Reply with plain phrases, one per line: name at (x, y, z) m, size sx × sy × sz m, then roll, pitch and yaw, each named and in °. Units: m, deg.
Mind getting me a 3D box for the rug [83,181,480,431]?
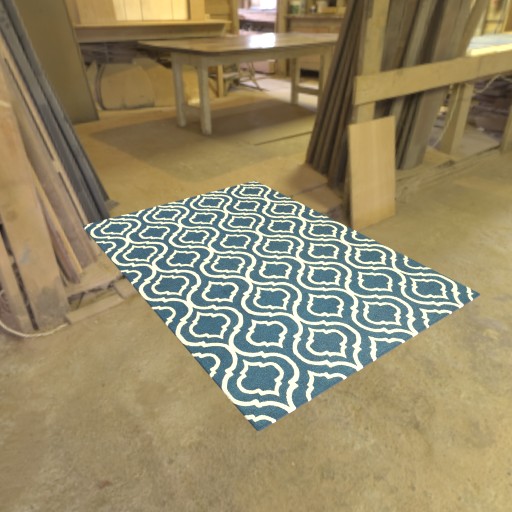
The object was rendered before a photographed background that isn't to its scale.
rug at (0.000, 0.000, 2.807) m, size 1.524 × 0.010 × 2.134 m, roll -20°, pitch 36°, yaw -30°
